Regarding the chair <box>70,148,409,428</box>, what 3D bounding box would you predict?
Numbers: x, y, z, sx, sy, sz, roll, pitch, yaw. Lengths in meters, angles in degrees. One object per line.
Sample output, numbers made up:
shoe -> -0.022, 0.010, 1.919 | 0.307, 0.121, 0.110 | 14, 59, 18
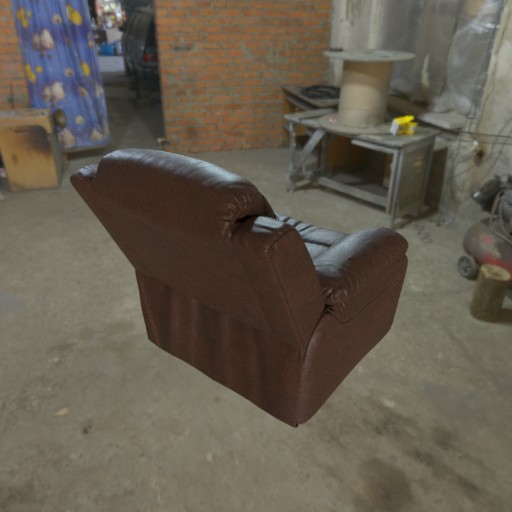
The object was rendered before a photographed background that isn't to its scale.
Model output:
chair -> 0.000, 0.000, 1.257 | 0.680, 0.702, 0.707 | 21, 35, 32
